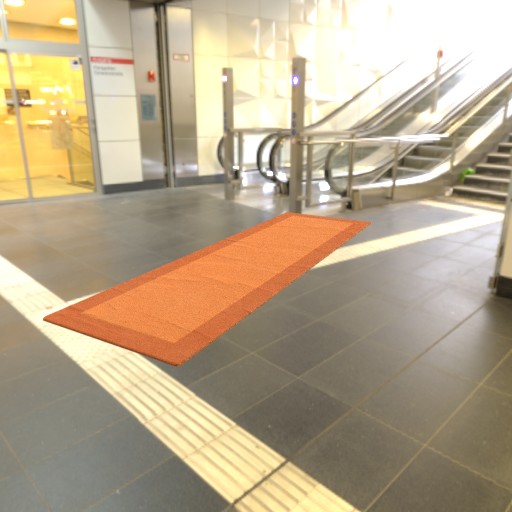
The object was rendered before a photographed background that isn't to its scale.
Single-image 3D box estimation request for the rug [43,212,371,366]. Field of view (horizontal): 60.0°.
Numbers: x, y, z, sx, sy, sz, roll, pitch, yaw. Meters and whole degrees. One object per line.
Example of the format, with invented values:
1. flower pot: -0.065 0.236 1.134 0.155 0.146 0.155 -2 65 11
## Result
1. rug: 0.000 0.000 2.738 0.914 0.013 2.471 9 20 25
